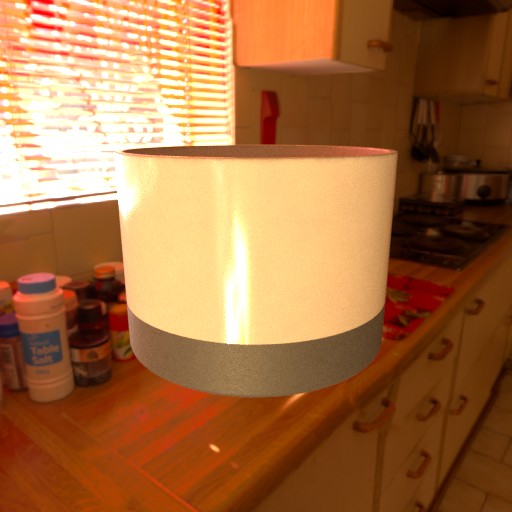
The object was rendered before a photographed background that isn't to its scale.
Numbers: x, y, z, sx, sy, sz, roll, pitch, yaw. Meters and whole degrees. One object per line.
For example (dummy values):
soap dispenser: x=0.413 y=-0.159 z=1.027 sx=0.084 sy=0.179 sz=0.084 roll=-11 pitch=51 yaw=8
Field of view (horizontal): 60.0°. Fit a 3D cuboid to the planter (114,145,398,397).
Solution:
planter: x=0.000 y=0.000 z=0.224 sx=0.128 sy=0.105 sz=0.128 roll=0 pitch=16 yaw=0
